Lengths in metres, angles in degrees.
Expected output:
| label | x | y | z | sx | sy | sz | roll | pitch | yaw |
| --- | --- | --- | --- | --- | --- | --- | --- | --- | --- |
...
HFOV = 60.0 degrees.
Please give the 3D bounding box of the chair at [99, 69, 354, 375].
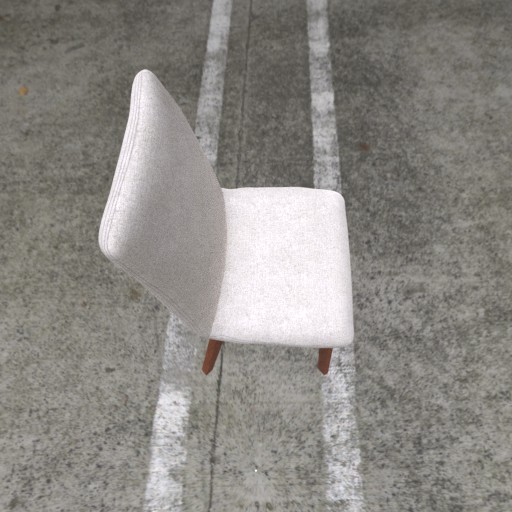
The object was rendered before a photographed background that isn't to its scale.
| label | x | y | z | sx | sy | sz | roll | pitch | yaw |
| --- | --- | --- | --- | --- | --- | --- | --- | --- | --- |
| chair | 0.000 | 0.000 | 1.301 | 0.563 | 0.974 | 0.522 | 1 | 64 | 1 |
